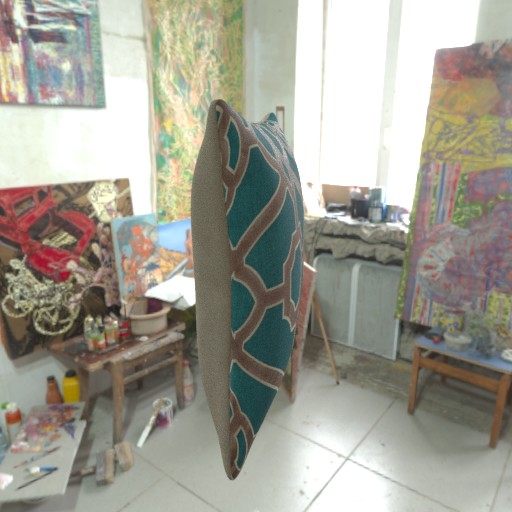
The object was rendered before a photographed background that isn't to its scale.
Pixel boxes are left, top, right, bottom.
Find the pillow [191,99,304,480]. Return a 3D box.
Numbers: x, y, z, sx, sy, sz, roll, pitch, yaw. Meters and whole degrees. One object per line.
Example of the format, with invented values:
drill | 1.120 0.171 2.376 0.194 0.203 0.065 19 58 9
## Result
pillow | 0.000 0.000 0.797 0.166 0.507 0.526 2 16 8
